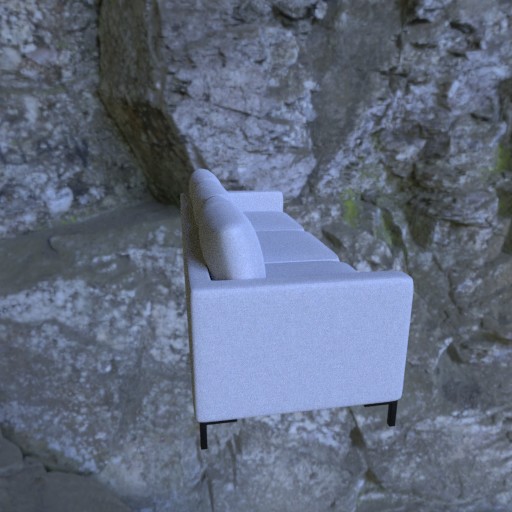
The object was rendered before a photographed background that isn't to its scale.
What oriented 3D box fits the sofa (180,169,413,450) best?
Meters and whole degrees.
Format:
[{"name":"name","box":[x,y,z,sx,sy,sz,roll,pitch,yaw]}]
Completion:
[{"name":"sofa","box":[0.000,0.000,2.678,0.859,0.874,2.218,-3,17,-10]}]
